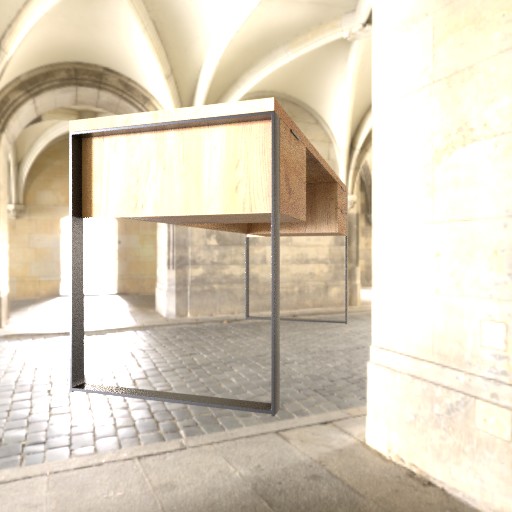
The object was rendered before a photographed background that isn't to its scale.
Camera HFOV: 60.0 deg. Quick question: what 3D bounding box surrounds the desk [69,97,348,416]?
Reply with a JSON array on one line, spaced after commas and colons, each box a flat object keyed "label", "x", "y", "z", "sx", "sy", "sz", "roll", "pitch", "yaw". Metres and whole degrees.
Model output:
[{"label": "desk", "x": 0.000, "y": 0.000, "z": 1.869, "sx": 0.600, "sy": 0.760, "sz": 1.520, "roll": 0, "pitch": 0, "yaw": 18}]
